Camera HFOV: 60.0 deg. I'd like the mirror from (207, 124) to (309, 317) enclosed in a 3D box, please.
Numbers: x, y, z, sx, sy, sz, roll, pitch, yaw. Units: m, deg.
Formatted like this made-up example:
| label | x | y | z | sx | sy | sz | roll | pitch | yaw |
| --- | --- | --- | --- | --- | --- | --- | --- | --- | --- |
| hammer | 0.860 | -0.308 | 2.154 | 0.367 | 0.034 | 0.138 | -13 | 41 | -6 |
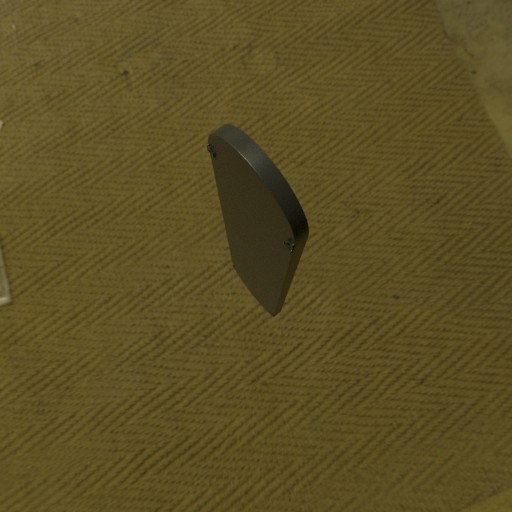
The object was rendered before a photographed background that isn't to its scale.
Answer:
| label | x | y | z | sx | sy | sz | roll | pitch | yaw |
| --- | --- | --- | --- | --- | --- | --- | --- | --- | --- |
| mirror | 0.000 | 0.000 | 1.080 | 0.032 | 0.991 | 0.222 | -37 | 78 | -10 |
